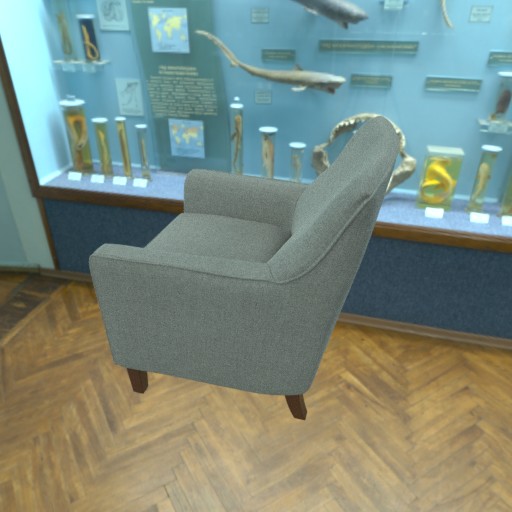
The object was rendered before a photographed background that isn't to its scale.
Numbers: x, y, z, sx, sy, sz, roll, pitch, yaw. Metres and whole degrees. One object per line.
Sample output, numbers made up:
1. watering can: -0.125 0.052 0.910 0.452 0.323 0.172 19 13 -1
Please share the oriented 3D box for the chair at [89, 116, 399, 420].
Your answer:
1. chair: 0.000 0.000 1.853 0.993 1.047 0.887 8 32 14
